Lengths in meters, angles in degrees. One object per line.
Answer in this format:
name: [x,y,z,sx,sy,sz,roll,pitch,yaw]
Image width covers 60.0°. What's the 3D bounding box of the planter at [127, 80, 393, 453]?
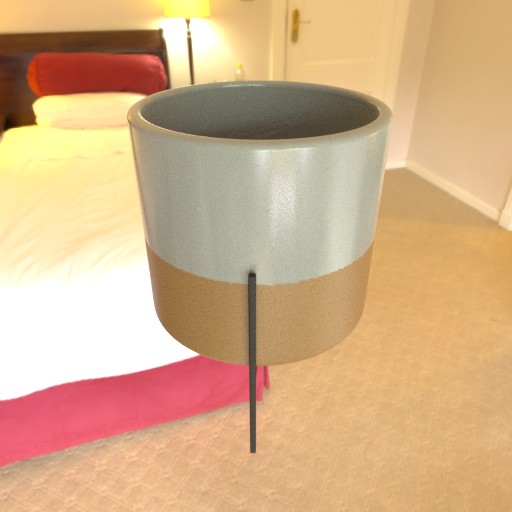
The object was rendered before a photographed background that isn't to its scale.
planter: [0.000,0.000,0.717,0.360,0.480,0.348,19,36,27]
